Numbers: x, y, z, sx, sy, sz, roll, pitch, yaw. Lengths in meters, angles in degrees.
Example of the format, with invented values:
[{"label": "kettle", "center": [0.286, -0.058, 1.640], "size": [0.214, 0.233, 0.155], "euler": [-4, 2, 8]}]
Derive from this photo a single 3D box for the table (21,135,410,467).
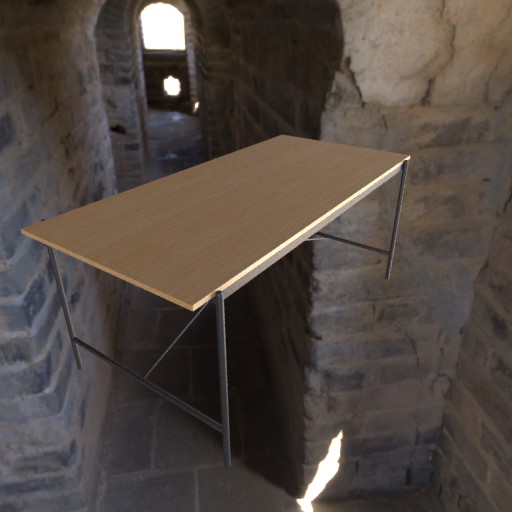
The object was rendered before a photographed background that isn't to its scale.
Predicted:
[{"label": "table", "center": [0.000, 0.000, 2.244], "size": [0.900, 0.758, 1.800], "euler": [19, 34, 31]}]
